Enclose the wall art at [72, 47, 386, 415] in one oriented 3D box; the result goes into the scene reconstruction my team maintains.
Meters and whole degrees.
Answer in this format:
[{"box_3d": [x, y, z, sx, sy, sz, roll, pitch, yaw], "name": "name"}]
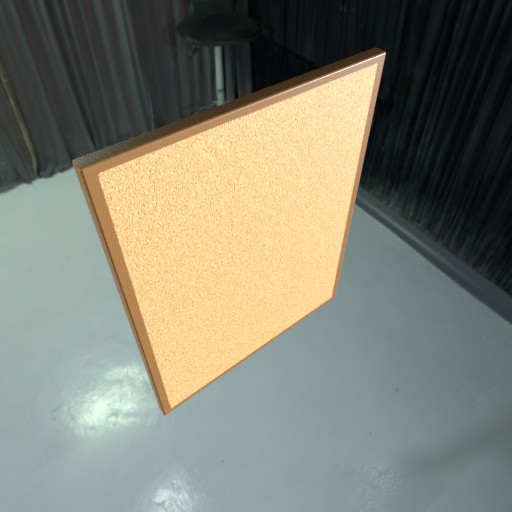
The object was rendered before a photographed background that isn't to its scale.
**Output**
[{"box_3d": [0.000, 0.000, 0.500, 0.310, 0.379, 0.015, -30, 53, -26], "name": "wall art"}]
